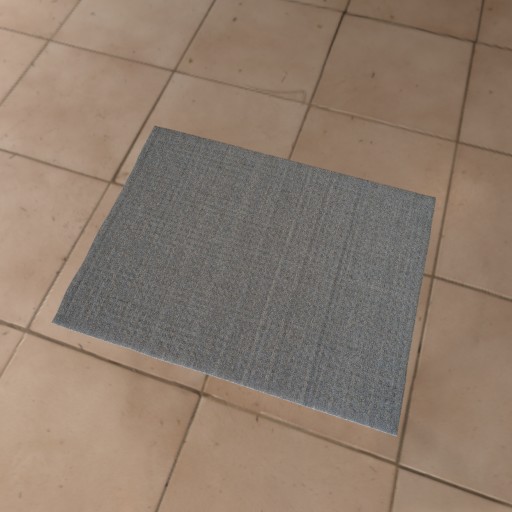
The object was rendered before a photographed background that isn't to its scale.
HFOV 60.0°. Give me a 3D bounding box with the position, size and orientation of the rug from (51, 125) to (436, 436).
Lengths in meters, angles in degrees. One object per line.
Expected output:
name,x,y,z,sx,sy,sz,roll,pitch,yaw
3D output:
rug,0.000,0.000,4.347,3.200,0.007,2.443,16,66,7
